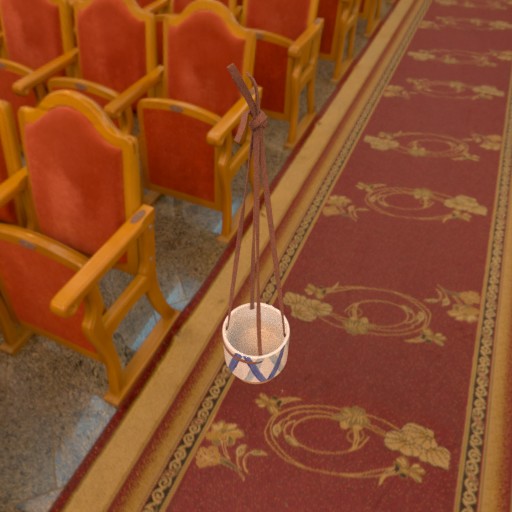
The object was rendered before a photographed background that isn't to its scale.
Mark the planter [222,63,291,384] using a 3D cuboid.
[{"bbox_3d":[0.000,0.000,0.832,0.153,0.753,0.157,18,49,17],"label":"planter"}]
